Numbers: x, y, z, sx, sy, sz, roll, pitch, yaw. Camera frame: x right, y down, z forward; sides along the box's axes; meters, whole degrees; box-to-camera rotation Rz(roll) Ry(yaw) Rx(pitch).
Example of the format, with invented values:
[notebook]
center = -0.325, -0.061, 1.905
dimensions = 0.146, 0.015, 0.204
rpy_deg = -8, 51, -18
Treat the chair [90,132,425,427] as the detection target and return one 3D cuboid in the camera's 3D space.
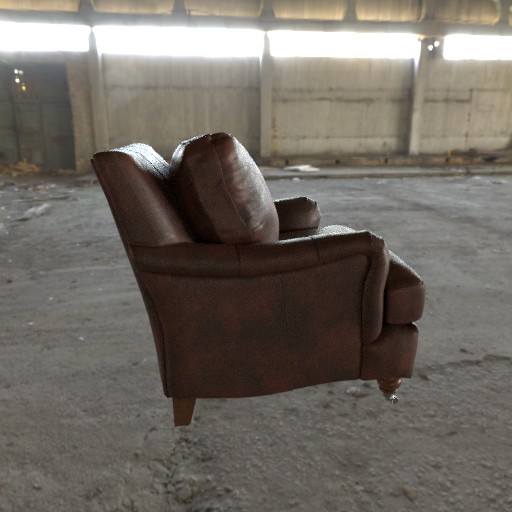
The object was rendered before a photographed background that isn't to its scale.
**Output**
[chair]
center = 0.000, 0.000, 1.954
dimensions = 1.156, 1.051, 0.987
rpy_deg = -2, 16, -8
